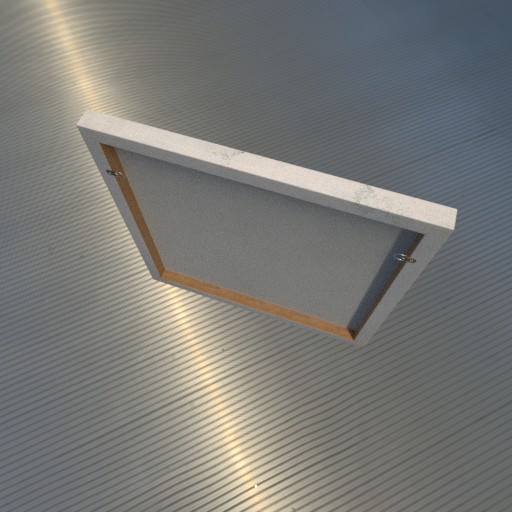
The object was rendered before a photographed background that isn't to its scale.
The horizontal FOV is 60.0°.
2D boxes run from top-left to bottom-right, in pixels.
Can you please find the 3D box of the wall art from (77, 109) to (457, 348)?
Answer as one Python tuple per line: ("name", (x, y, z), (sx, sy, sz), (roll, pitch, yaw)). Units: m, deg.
("wall art", (0.000, 0.000, 0.957), (0.612, 0.612, 0.040), (17, 64, 9))
